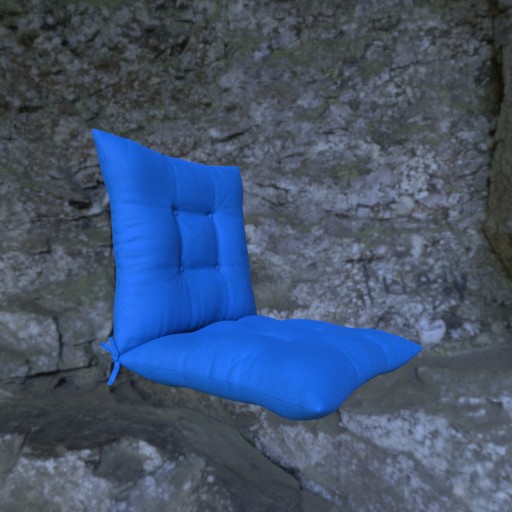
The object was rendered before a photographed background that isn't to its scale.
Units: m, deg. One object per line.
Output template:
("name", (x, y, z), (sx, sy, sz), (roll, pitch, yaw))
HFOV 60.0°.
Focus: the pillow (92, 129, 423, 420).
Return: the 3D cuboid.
("pillow", (0.000, 0.000, 0.984), (0.585, 0.536, 0.541), (0, 0, 36))
